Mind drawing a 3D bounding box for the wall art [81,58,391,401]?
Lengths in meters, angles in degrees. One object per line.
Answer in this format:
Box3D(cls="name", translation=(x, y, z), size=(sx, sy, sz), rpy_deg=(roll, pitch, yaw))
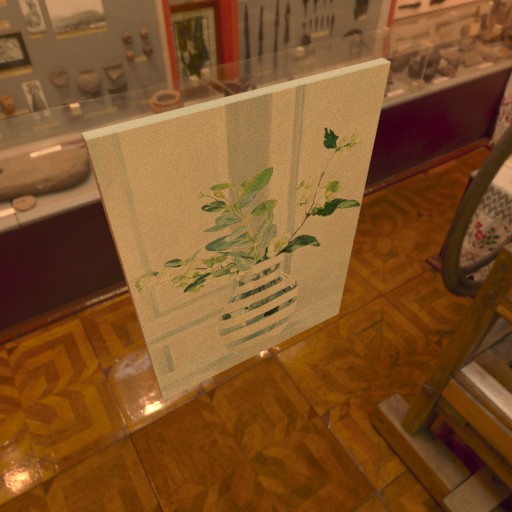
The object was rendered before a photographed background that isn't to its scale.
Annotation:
Box3D(cls="wall art", translation=(0.000, 0.000, 1.600), size=(0.914, 1.212, 0.038), rpy_deg=(-22, 48, -21))
